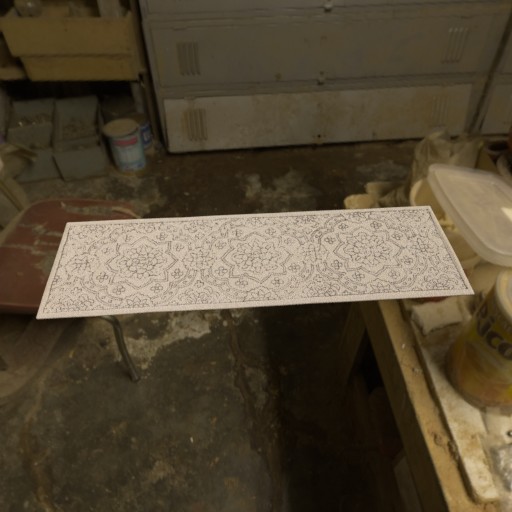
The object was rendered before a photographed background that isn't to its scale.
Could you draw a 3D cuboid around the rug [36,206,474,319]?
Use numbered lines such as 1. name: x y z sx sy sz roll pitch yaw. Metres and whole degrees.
1. rug: 0.000 0.000 2.718 2.448 0.012 0.769 -3 47 -3
